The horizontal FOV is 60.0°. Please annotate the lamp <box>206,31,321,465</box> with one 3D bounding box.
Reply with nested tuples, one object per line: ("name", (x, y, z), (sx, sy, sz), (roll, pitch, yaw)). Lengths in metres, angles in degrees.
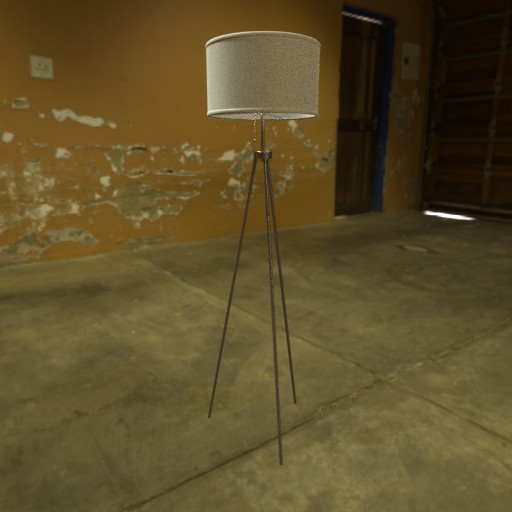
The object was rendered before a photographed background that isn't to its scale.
("lamp", (0.000, 0.000, 1.763), (0.458, 1.545, 0.448), (2, 13, 8))
